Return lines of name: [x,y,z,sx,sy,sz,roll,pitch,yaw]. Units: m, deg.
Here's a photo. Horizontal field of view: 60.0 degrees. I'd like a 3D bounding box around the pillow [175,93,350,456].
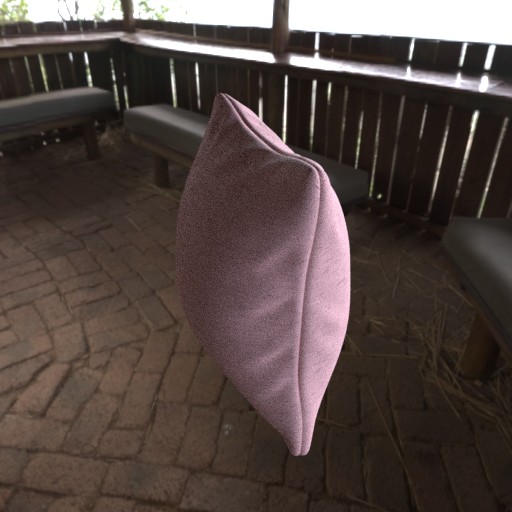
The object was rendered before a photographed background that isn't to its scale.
pillow: [0.000,0.000,0.687,0.246,0.415,0.432,-8,31,-14]
